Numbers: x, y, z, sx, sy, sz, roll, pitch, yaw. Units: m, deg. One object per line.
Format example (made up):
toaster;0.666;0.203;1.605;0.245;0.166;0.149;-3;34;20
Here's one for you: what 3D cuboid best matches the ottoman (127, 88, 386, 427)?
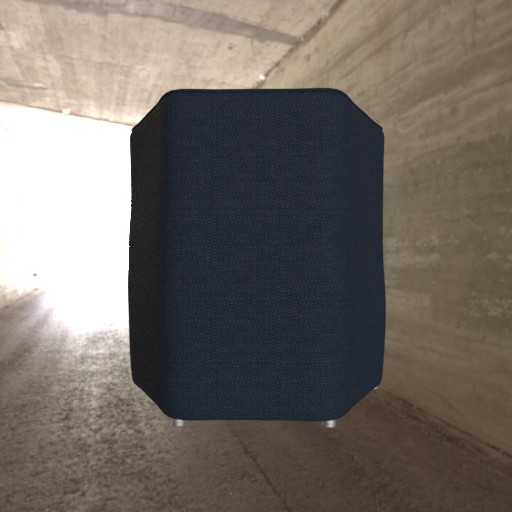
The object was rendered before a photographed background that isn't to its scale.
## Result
ottoman;0.000;0.000;0.854;0.454;0.505;0.492;0;0;35
